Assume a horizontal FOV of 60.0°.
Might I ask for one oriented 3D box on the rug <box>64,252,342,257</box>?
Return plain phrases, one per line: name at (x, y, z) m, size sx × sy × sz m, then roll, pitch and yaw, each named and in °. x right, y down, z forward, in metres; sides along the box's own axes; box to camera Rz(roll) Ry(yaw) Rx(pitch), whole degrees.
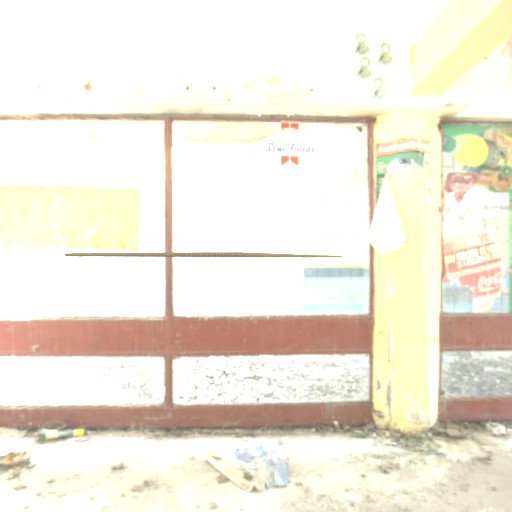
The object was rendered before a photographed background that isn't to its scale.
rug at (0.000, 0.000, 2.545) m, size 0.678 × 0.014 × 2.276 m, roll 0°, pitch 0°, yaw 19°
